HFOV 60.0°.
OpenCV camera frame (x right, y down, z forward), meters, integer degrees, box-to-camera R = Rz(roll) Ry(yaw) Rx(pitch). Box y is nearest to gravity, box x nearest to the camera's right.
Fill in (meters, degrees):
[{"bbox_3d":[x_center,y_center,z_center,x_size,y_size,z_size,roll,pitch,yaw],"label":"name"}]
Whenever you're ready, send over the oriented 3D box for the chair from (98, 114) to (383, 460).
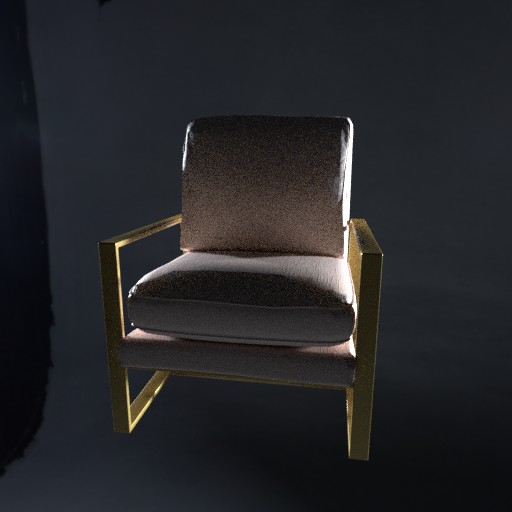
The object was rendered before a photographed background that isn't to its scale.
[{"bbox_3d":[0.000,0.000,1.523,0.758,0.956,0.813,2,15,10],"label":"chair"}]
